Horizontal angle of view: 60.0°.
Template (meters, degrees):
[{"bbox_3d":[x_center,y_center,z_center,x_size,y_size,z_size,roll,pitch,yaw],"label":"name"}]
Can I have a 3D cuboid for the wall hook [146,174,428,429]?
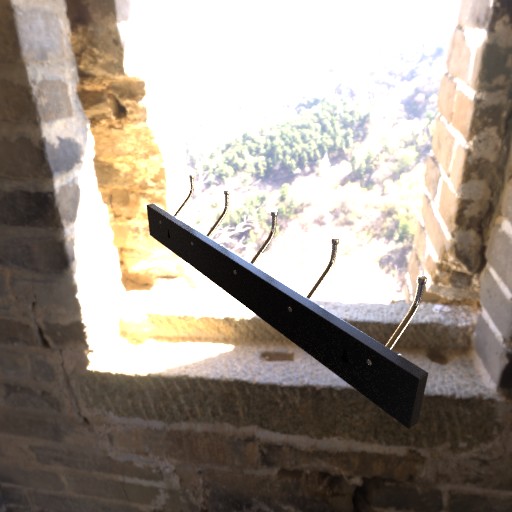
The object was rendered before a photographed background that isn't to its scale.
[{"bbox_3d":[0.000,0.000,0.611,0.071,0.117,0.571,-18,31,-32],"label":"wall hook"}]
